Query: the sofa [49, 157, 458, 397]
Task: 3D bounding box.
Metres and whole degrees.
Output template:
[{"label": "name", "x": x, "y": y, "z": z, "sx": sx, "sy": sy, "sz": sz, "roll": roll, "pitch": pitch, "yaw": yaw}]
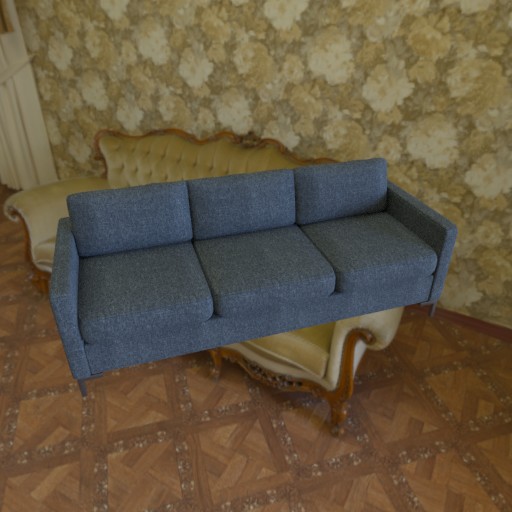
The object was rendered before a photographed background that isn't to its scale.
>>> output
[{"label": "sofa", "x": 0.000, "y": 0.000, "z": 2.709, "sx": 2.218, "sy": 0.874, "sz": 0.859, "roll": -10, "pitch": 33, "yaw": -15}]
